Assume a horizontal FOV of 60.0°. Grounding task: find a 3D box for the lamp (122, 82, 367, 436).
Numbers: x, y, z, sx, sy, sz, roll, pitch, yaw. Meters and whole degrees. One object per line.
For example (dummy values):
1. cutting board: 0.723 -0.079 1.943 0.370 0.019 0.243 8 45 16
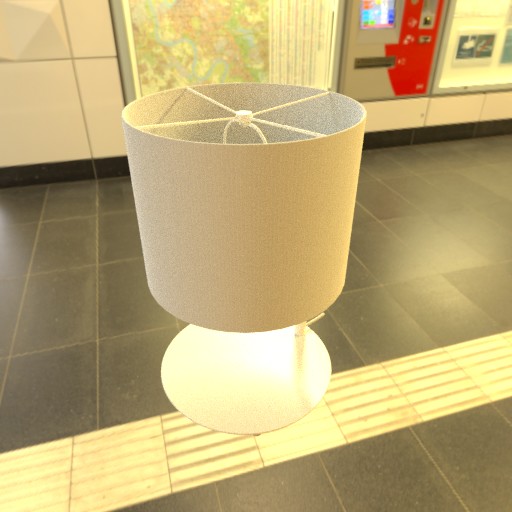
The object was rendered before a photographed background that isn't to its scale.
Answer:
1. lamp: 0.000 0.000 0.684 0.341 0.454 0.299 -22 38 -30
